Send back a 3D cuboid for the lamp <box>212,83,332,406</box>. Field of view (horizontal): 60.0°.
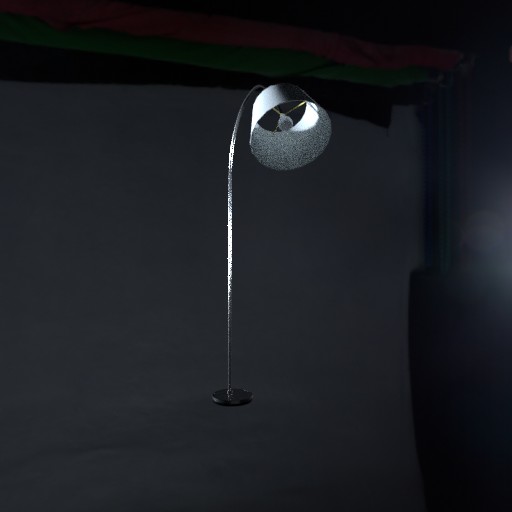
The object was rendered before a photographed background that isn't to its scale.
[{"bbox_3d":[0.000,0.000,2.700,0.406,2.098,1.445,0,0,-18],"label":"lamp"}]
